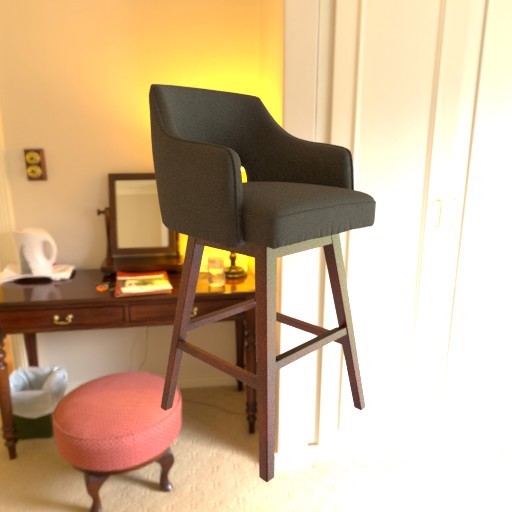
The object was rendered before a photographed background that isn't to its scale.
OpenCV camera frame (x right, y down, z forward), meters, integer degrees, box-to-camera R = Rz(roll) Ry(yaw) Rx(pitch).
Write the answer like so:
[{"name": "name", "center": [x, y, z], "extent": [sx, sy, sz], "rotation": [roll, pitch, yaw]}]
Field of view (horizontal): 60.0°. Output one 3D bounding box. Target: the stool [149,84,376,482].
[{"name": "stool", "center": [0.000, 0.000, 1.356], "extent": [0.558, 1.012, 0.548], "rotation": [13, 19, 43]}]
